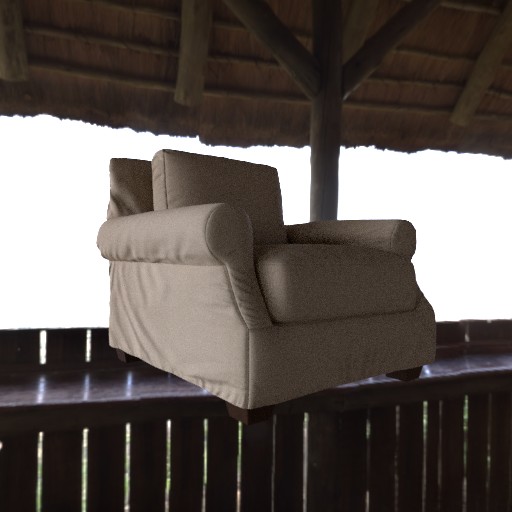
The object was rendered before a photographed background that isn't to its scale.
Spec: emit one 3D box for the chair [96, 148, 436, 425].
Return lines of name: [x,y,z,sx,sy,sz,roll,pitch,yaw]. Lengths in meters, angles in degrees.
chair: [0.000,0.000,1.711,0.940,0.866,1.066,0,-1,-37]
